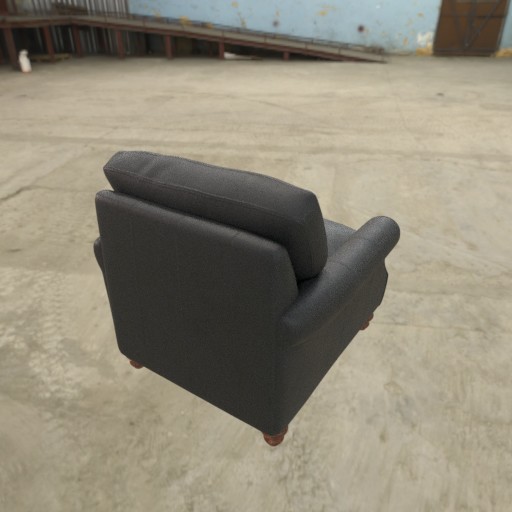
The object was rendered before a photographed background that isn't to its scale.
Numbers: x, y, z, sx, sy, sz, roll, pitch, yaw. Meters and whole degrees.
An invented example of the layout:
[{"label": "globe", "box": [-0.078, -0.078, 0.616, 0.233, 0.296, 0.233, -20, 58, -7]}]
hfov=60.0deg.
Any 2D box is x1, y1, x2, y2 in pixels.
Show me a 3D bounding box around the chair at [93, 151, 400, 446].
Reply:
[{"label": "chair", "box": [0.000, 0.000, 1.854, 1.015, 0.960, 1.027, 22, 36, 33]}]
